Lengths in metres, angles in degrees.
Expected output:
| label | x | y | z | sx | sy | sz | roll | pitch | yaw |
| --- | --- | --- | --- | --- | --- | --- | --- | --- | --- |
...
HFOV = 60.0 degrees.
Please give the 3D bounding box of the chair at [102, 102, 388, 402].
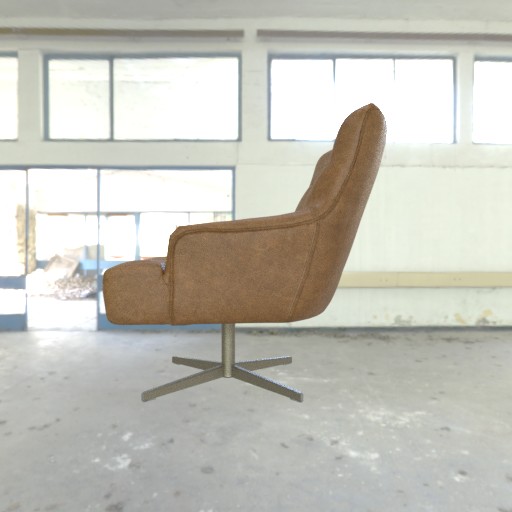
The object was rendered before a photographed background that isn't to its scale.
| label | x | y | z | sx | sy | sz | roll | pitch | yaw |
| --- | --- | --- | --- | --- | --- | --- | --- | --- | --- |
| chair | 0.000 | 0.000 | 1.553 | 0.874 | 0.869 | 0.729 | 0 | 0 | 1 |
